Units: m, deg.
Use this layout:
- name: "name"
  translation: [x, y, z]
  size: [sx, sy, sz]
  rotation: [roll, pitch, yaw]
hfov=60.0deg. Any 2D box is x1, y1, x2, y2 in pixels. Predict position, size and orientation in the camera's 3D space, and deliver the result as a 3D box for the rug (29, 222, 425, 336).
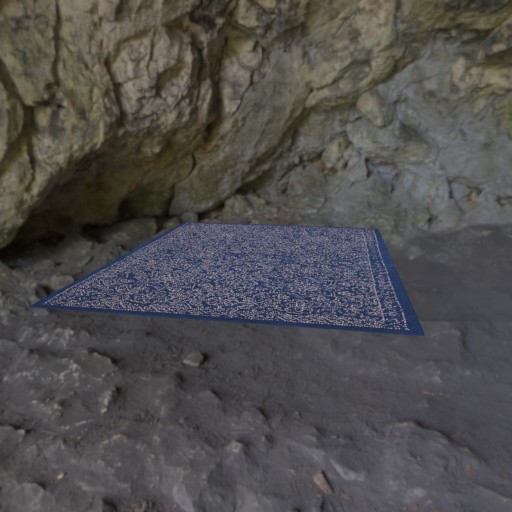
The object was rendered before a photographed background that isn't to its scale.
- name: "rug"
  translation: [0.000, 0.000, 4.093]
  size: [2.438, 0.010, 3.048]
  rotation: [3, 15, 10]
